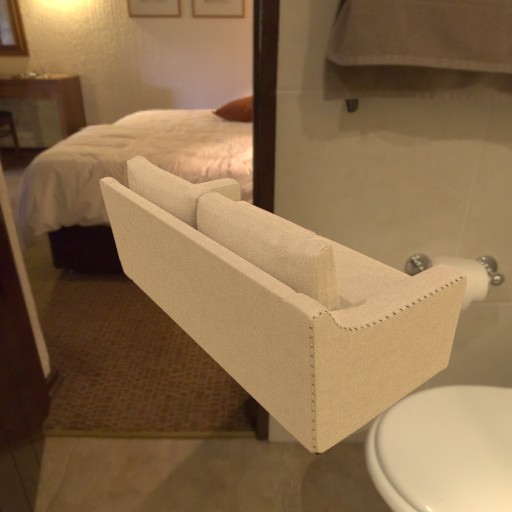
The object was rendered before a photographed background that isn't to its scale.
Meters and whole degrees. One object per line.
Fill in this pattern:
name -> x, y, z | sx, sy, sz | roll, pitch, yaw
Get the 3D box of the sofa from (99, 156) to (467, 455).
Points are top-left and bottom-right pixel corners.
sofa -> 0.000, 0.000, 2.701 | 1.104, 0.983, 2.107 | -18, 32, -33
